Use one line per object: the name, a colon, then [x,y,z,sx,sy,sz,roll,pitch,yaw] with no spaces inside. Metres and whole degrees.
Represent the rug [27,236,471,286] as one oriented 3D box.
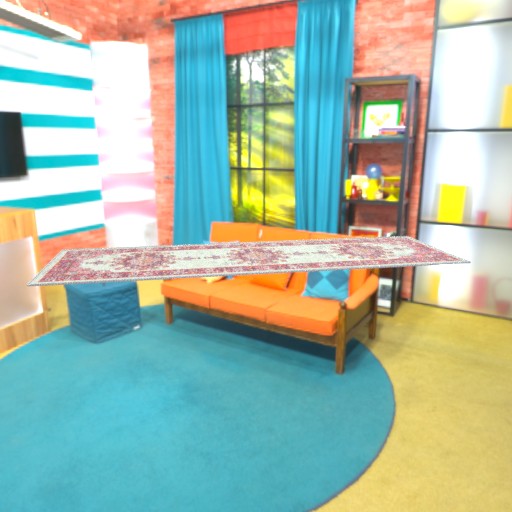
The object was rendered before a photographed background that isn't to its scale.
rug: [0.000,0.000,2.055,1.824,0.009,0.562,-3,15,-10]
